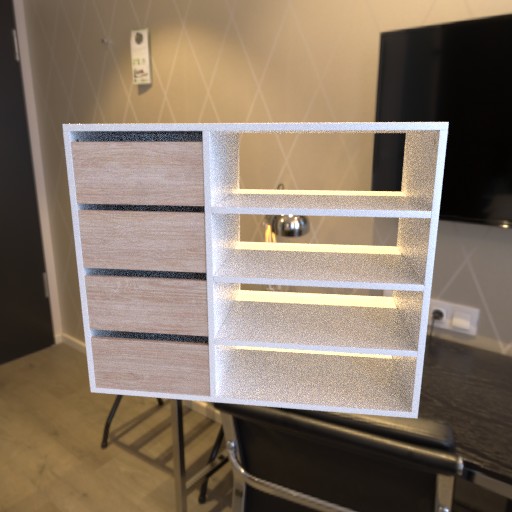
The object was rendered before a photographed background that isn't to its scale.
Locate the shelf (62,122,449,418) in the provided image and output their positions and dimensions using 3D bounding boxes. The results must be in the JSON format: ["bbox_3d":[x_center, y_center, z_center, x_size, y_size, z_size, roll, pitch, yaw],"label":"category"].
[{"bbox_3d":[0.000,0.000,1.299,0.895,0.732,0.396,2,15,8],"label":"shelf"}]
